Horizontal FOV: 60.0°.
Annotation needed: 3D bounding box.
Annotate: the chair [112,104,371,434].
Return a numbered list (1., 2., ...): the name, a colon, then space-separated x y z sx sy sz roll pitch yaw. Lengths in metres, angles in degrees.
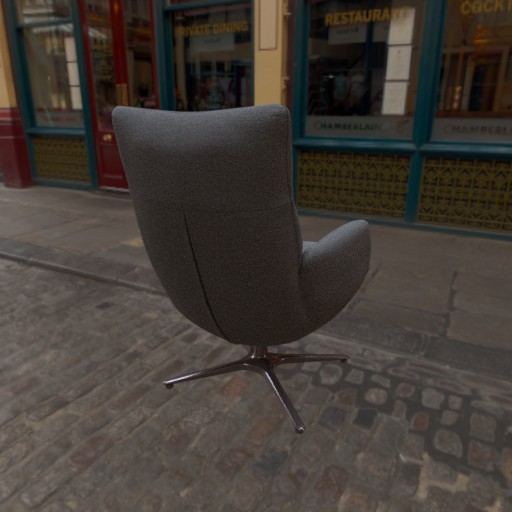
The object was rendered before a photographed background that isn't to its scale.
1. chair: 0.000 0.000 1.549 0.702 0.984 0.831 9 20 26
